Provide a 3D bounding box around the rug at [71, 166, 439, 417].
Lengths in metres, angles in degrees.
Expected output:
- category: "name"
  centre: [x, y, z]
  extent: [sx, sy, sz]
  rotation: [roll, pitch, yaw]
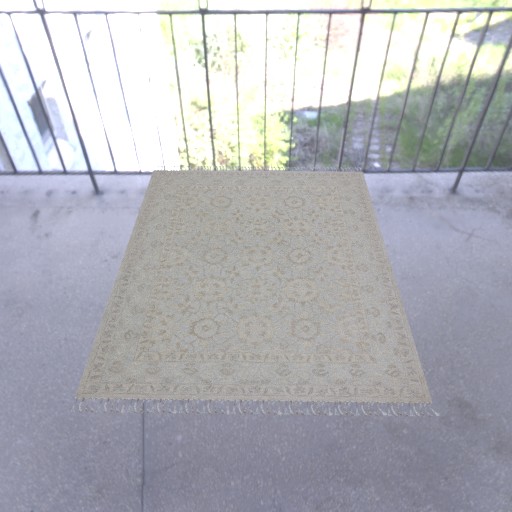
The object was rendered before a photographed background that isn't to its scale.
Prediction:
- category: "rug"
  centre: [0.000, 0.000, 3.997]
  extent: [2.444, 0.013, 3.043]
  rotation: [1, 43, 1]
